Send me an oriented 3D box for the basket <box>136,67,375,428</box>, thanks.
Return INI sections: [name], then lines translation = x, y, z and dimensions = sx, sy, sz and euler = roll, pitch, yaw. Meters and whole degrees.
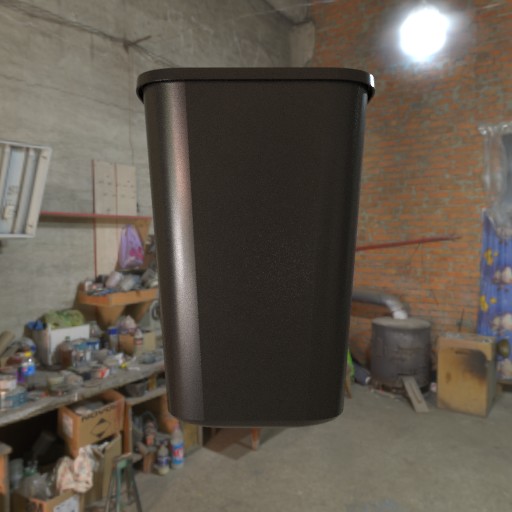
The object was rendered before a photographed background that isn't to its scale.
[basket]
translation = 0.000, 0.000, 0.506
dimensions = 0.211, 0.307, 0.300
euler = 0, 1, 0
